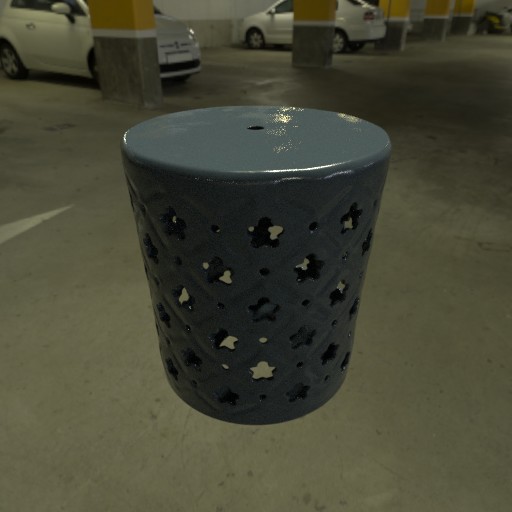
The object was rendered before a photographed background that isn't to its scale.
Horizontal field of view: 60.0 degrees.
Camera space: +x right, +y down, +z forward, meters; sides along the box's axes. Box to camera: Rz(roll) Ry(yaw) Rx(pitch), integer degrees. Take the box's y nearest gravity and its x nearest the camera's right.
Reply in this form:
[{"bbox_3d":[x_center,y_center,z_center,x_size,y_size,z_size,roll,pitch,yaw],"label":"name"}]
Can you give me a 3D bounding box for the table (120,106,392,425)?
[{"bbox_3d":[0.000,0.000,0.678,0.352,0.387,0.352,0,29,0],"label":"table"}]
